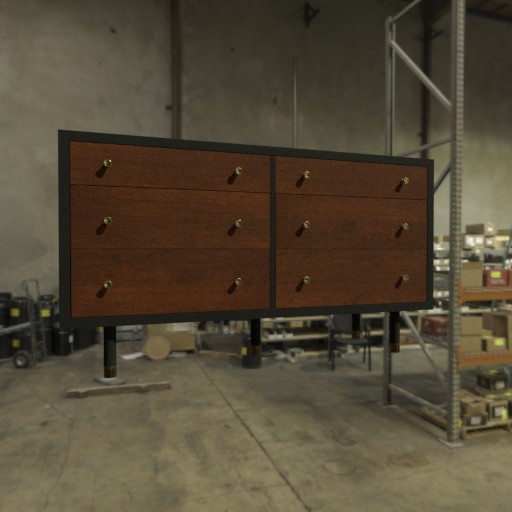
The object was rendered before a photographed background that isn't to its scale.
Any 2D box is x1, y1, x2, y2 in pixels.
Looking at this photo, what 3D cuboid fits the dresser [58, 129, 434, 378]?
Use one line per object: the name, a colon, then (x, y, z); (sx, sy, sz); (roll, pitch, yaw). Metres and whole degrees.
dresser: (0.000, 0.000, 1.955); (1.558, 0.872, 0.463); (0, 1, -19)
